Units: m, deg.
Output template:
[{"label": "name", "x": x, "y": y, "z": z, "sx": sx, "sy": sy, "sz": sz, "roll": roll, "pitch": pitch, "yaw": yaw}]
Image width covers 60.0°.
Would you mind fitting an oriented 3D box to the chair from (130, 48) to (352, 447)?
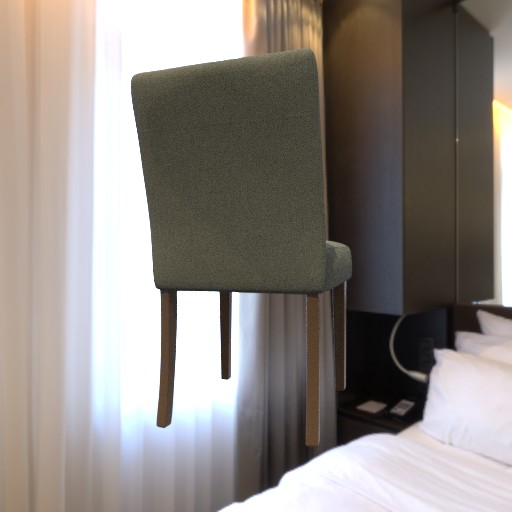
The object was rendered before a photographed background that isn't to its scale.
[{"label": "chair", "x": 0.000, "y": 0.000, "z": 1.260, "sx": 0.487, "sy": 0.882, "sz": 0.629, "roll": 0, "pitch": 0, "yaw": 17}]
